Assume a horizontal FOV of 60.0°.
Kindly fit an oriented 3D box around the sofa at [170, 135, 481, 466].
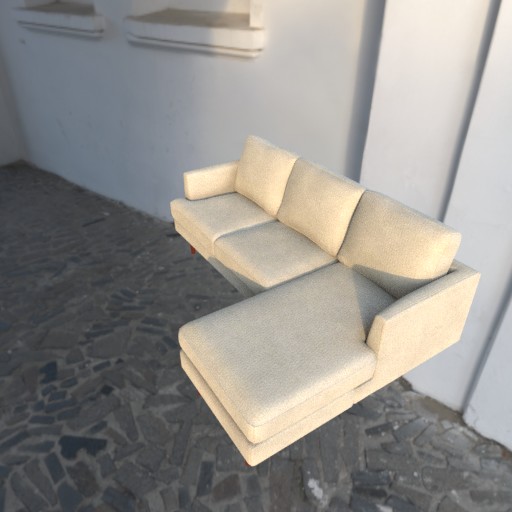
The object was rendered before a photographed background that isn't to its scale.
[{"bbox_3d":[0.000,0.000,2.972,1.504,0.956,2.233,-19,37,-27],"label":"sofa"}]
